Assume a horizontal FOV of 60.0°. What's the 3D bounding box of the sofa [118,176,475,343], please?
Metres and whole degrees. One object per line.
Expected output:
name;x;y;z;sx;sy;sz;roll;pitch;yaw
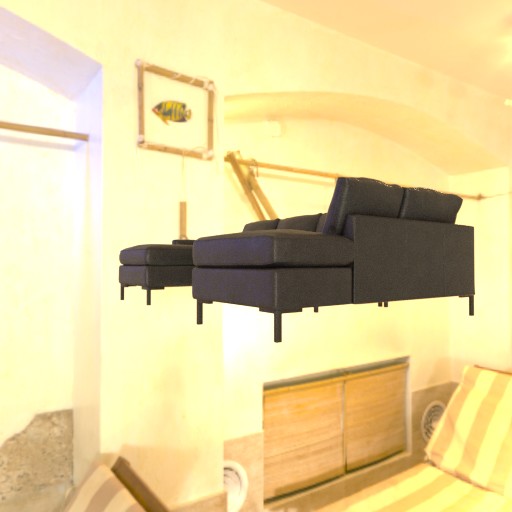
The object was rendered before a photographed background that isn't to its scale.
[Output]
sofa;0.000;0.000;3.885;1.939;0.900;2.956;1;-1;-36
